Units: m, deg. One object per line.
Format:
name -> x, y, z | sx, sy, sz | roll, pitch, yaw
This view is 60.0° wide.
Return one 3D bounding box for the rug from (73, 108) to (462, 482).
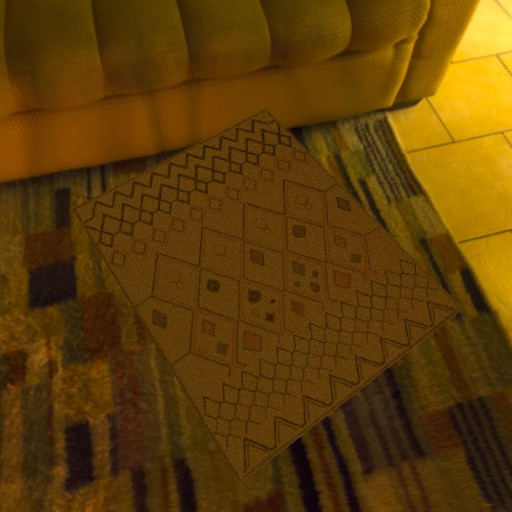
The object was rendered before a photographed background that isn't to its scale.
rug -> 0.000, 0.000, 4.273 | 2.441, 0.016, 3.050 | -32, 67, -16
